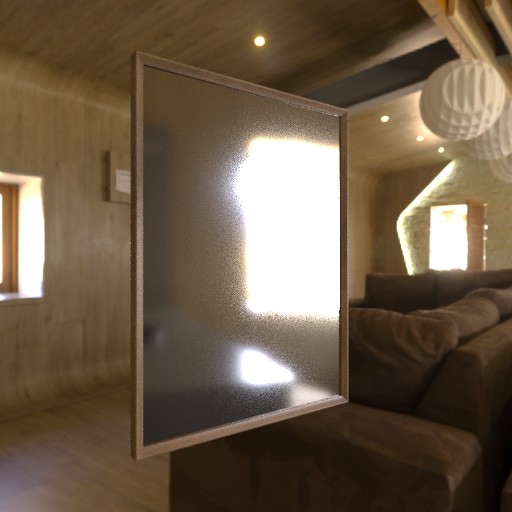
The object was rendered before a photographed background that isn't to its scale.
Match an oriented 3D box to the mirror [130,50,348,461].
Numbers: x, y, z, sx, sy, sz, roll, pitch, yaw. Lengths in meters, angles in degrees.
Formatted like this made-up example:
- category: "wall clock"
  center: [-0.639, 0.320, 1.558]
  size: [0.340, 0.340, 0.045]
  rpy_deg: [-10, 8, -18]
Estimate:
- category: "mirror"
  center: [0.000, 0.000, 1.334]
  size: [0.762, 1.016, 0.041]
  rpy_deg: [0, 0, -36]
